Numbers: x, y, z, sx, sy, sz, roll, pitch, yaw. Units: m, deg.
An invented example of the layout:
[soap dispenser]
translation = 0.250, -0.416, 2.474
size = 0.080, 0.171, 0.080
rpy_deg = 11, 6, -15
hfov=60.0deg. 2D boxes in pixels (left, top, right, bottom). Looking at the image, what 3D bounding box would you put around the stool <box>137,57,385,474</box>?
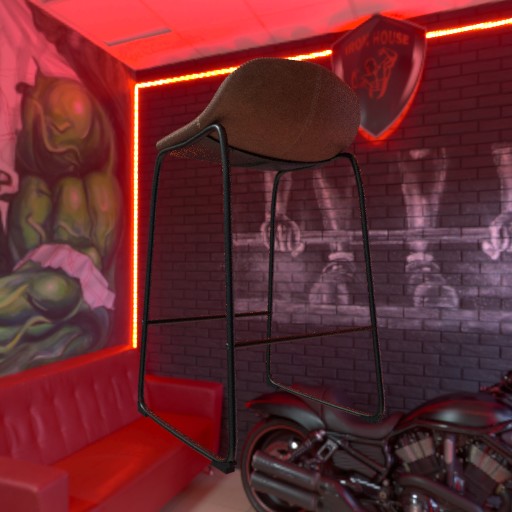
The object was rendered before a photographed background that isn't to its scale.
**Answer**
[stool]
translation = 0.000, 0.000, 1.143
size = 0.454, 0.830, 0.473
rpy_deg = 1, -1, -36
